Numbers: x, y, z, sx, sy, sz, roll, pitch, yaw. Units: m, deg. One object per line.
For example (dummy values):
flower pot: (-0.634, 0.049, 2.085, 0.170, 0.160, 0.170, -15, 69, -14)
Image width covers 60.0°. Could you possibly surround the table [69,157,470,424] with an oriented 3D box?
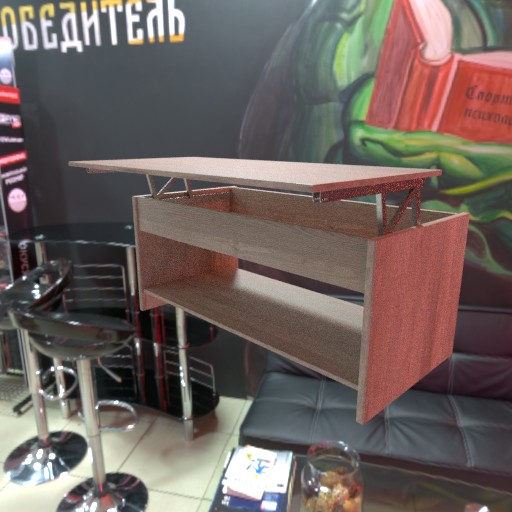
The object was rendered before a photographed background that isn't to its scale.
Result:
table: (0.000, 0.000, 1.395, 0.712, 0.570, 1.000, -14, 21, -42)
